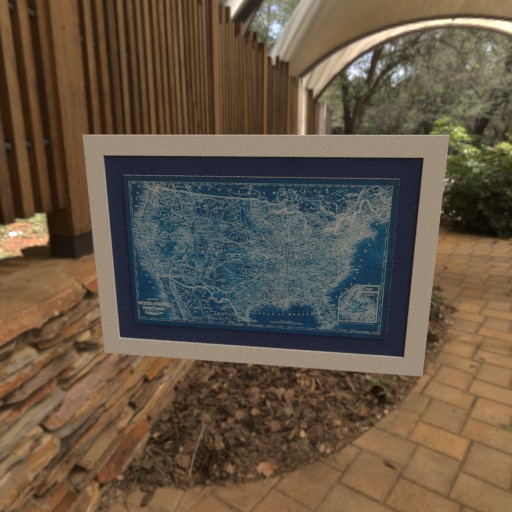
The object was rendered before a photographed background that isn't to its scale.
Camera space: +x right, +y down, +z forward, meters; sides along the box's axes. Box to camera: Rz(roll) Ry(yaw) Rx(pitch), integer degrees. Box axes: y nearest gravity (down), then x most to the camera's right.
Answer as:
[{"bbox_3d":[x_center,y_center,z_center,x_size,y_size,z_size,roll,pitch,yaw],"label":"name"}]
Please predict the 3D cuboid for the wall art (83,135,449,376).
[{"bbox_3d":[0.000,0.000,1.713,1.308,0.902,0.051,2,16,8],"label":"wall art"}]
